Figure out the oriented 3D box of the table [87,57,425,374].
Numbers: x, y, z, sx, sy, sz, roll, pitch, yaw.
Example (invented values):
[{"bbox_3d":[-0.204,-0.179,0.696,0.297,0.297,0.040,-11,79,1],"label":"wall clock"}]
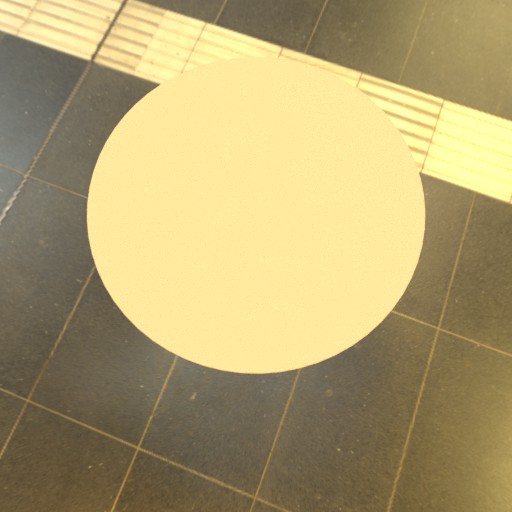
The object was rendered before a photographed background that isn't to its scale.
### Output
[{"bbox_3d":[0.000,0.000,0.807,0.418,0.532,0.418,1,75,0],"label":"table"}]
